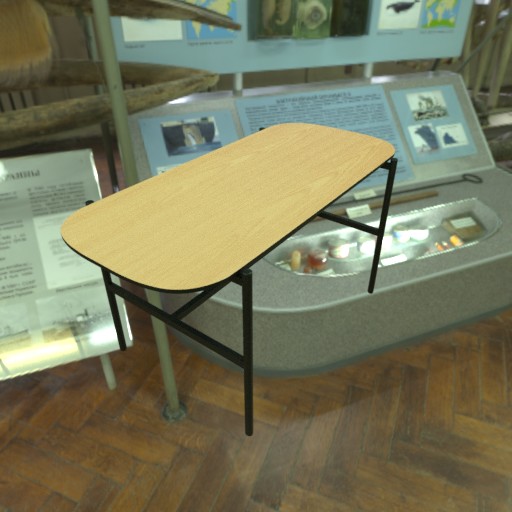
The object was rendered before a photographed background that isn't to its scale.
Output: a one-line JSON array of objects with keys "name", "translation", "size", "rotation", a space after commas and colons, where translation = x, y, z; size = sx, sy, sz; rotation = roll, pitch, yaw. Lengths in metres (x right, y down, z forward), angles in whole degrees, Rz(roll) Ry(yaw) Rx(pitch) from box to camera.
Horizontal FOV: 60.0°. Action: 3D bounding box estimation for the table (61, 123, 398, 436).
[{"name": "table", "translation": [0.000, 0.000, 1.054], "size": [0.400, 0.400, 0.800], "rotation": [23, 40, 30]}]
